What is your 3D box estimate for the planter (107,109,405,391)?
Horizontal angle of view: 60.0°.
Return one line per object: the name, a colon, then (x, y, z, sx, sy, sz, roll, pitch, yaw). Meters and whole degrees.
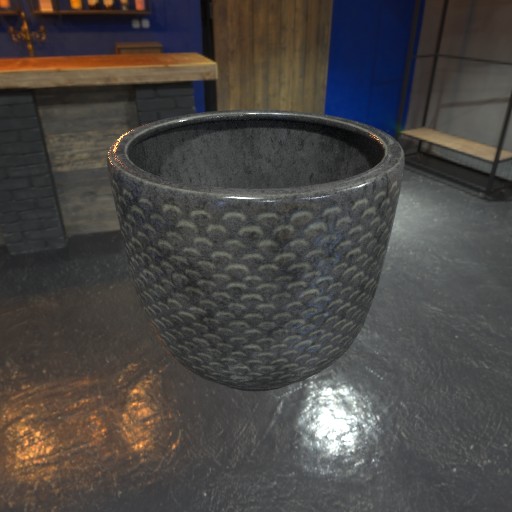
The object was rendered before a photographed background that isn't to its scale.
planter: (0.000, 0.000, 0.246, 0.140, 0.129, 0.140, 0, 30, 0)
